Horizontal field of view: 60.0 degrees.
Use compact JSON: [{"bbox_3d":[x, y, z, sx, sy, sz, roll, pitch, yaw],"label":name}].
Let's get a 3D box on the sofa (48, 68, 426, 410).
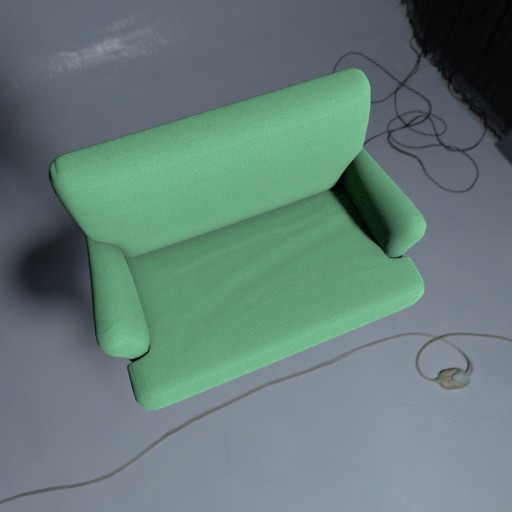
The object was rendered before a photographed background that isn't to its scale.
[{"bbox_3d":[0.000,0.000,1.777,1.297,0.889,0.779,-20,66,-10],"label":"sofa"}]
